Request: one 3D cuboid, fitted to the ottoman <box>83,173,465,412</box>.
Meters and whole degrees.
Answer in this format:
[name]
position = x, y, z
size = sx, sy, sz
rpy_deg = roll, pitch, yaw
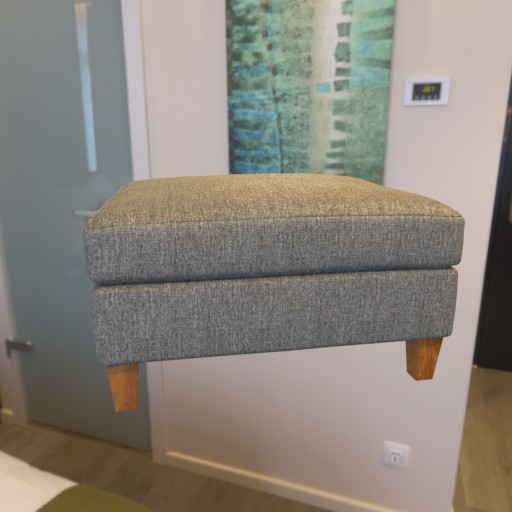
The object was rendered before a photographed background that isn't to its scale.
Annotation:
[ottoman]
position = 0.000, 0.000, 1.344
size = 0.838, 0.481, 0.838
rpy_deg = -3, 15, -10
